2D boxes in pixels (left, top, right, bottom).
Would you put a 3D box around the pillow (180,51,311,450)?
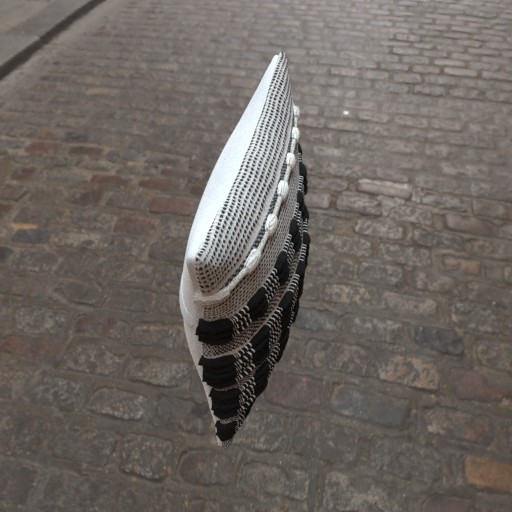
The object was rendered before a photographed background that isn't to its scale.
[{"bbox_3d":[0.000,0.000,0.670,0.156,0.438,0.436,9,48,8],"label":"pillow"}]
